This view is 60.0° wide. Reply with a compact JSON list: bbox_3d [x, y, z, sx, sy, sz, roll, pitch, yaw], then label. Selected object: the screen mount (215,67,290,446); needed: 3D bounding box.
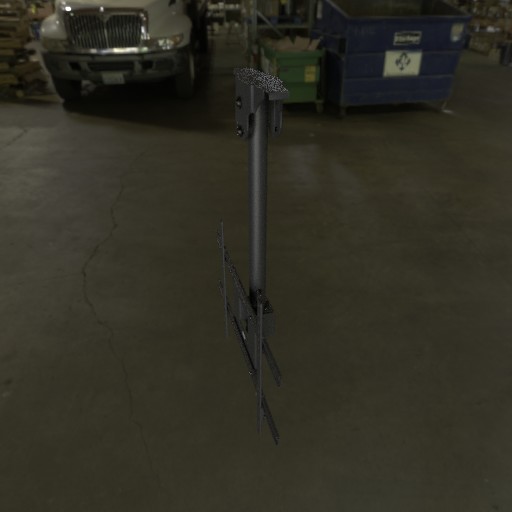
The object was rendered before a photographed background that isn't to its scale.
[{"bbox_3d":[0.000,0.000,1.027,0.090,0.775,0.595,-8,32,-13],"label":"screen mount"}]
